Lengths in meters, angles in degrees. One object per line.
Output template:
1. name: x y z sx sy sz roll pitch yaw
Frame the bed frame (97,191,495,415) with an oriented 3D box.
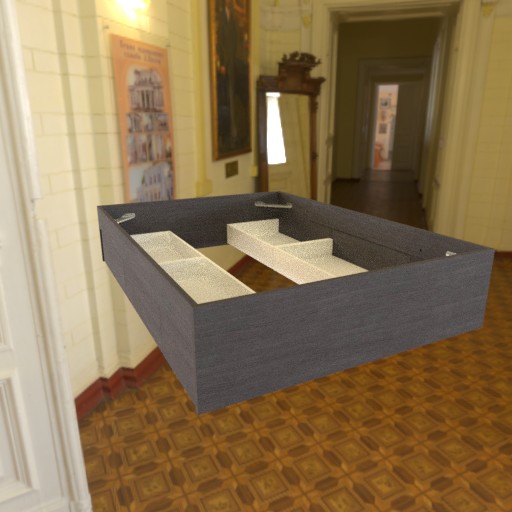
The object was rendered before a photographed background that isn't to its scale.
1. bed frame: 0.000 0.000 2.585 1.448 0.459 1.944 -9 19 -26
